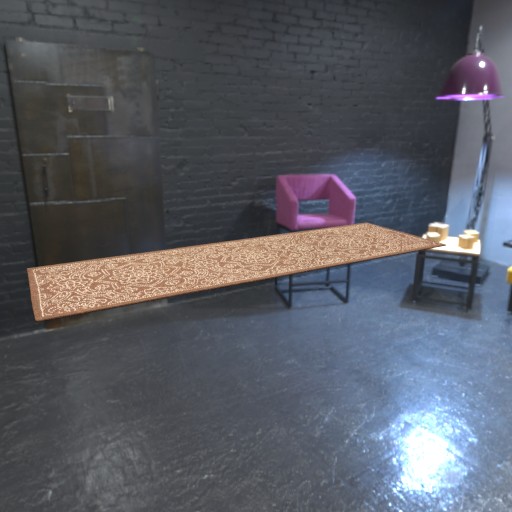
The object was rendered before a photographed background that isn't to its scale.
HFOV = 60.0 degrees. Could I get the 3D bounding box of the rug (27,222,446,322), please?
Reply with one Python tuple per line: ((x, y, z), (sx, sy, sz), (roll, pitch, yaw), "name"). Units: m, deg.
((0.000, 0.000, 2.667), (2.448, 0.012, 0.769), (-9, 19, -27), "rug")
